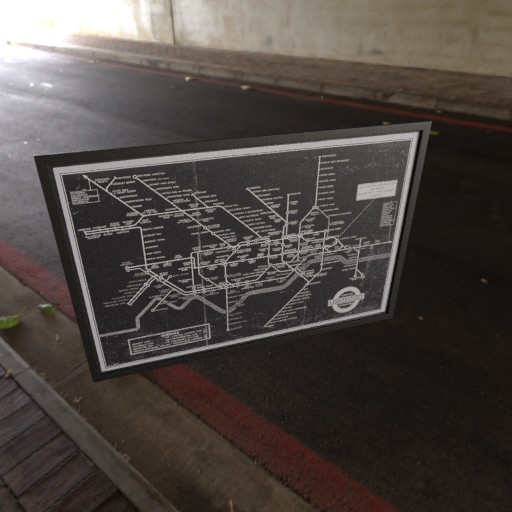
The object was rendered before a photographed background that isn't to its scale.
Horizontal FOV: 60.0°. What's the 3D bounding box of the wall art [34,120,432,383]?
[{"bbox_3d":[0.000,0.000,1.494,1.192,0.811,0.013,-9,32,-15],"label":"wall art"}]
